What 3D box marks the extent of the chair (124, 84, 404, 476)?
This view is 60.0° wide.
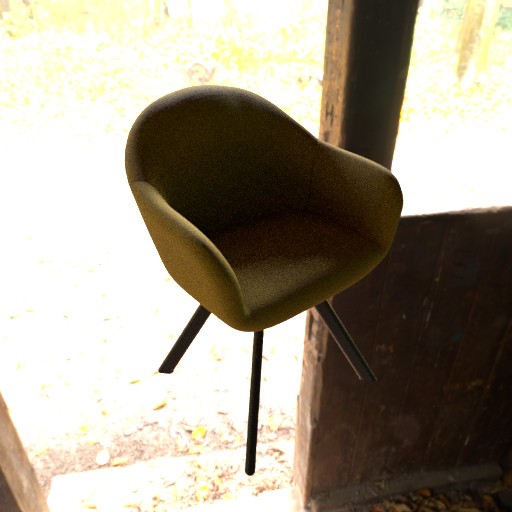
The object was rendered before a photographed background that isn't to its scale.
[{"bbox_3d":[0.000,0.000,1.173,0.590,0.795,0.550,-23,37,-33],"label":"chair"}]
